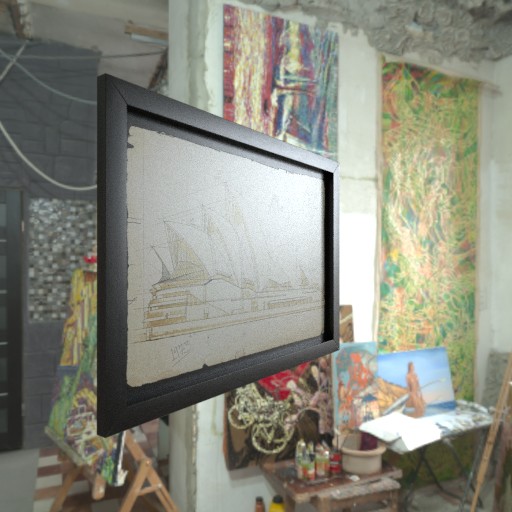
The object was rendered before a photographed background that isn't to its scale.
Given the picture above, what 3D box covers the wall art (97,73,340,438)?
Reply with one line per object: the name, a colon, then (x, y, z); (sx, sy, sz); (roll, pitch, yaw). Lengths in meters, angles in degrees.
wall art: (0.000, 0.000, 0.552); (0.013, 0.306, 0.440); (0, 0, 37)
